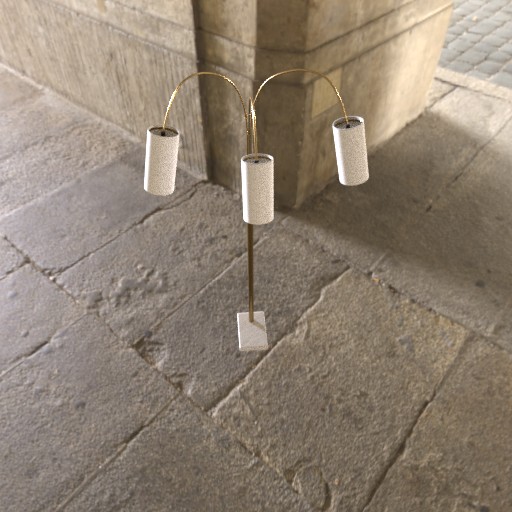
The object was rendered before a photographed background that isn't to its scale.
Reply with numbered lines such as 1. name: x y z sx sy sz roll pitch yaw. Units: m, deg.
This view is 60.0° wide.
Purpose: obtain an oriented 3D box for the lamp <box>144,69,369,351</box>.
1. lamp: 0.000 0.000 2.521 1.020 2.055 0.667 -4 47 -3
